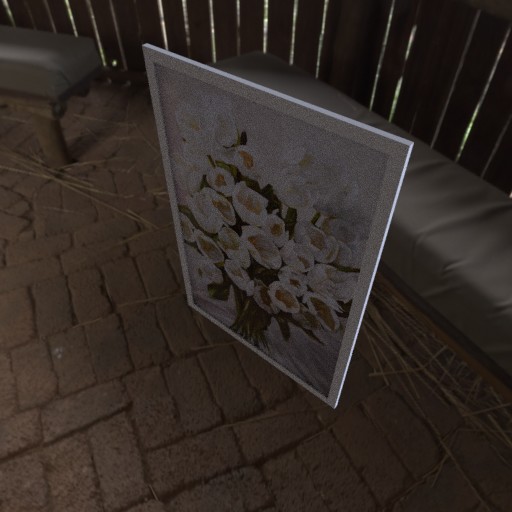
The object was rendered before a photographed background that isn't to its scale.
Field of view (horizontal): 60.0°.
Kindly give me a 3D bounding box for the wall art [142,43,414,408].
[{"bbox_3d":[0.000,0.000,1.219,0.660,0.965,0.015,31,53,26],"label":"wall art"}]
